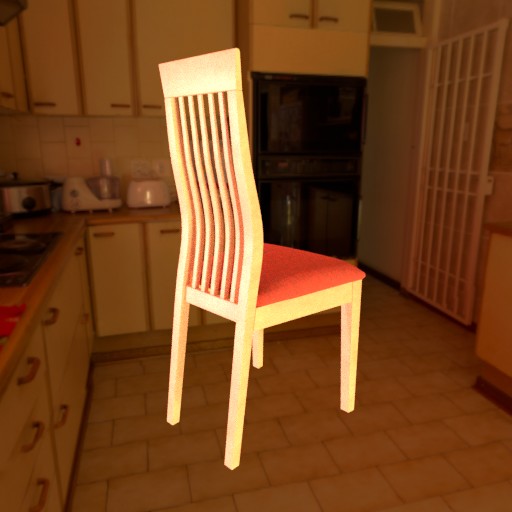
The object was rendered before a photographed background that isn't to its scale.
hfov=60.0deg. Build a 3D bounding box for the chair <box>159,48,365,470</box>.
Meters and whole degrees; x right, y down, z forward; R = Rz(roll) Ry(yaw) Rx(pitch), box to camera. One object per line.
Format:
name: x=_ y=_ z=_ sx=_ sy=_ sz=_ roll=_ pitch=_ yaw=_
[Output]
chair: x=0.000 y=0.000 z=1.293 sx=0.460 sy=1.027 sz=0.474 roll=14 pitch=20 yaw=43
